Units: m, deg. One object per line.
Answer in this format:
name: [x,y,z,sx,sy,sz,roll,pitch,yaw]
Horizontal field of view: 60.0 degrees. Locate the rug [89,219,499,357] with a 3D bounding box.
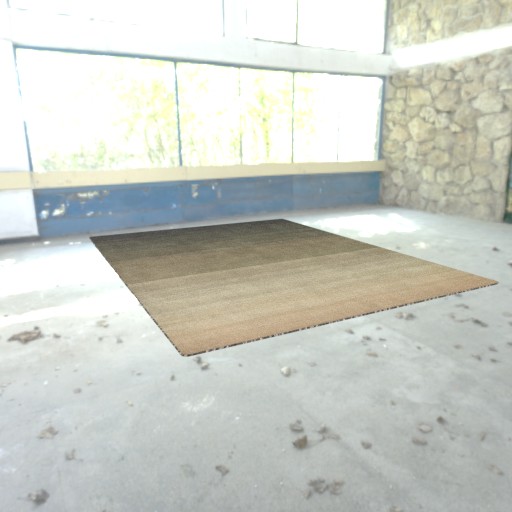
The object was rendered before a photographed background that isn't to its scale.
rug: [0.000,0.000,3.781,2.305,0.017,2.902,-8,17,-27]
